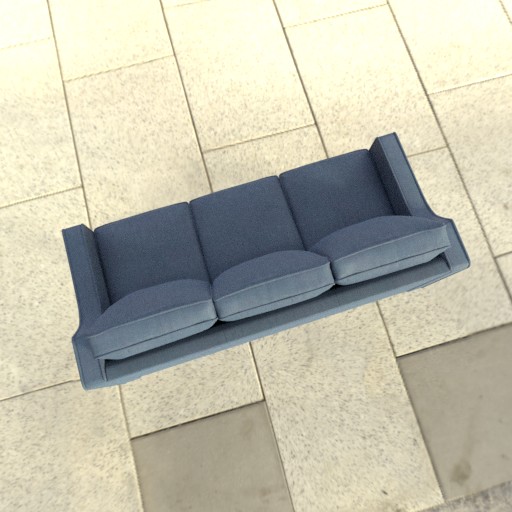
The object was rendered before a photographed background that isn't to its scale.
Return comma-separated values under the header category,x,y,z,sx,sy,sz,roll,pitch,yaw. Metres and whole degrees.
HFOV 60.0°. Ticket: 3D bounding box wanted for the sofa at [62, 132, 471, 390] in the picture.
category,x,y,z,sx,sy,sz,roll,pitch,yaw
sofa,0.000,0.000,2.574,1.986,0.974,0.911,-17,77,-4
